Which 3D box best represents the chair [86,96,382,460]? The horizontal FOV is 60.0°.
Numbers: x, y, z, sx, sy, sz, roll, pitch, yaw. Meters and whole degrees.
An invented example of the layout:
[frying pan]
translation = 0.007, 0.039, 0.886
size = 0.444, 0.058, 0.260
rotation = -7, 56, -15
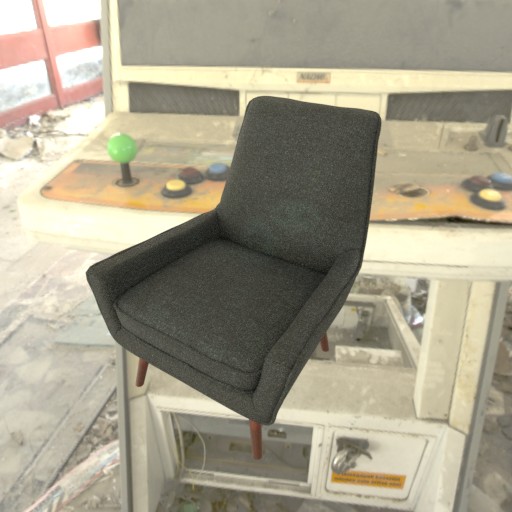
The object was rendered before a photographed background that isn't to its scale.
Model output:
[chair]
translation = 0.000, 0.000, 1.518
size = 0.763, 0.883, 0.859
rotation = 19, 37, 28
